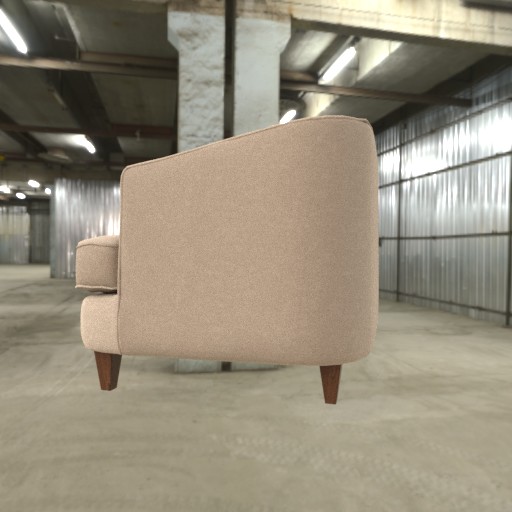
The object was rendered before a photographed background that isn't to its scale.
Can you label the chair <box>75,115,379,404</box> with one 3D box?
[{"bbox_3d":[0.000,0.000,1.783,0.941,0.852,1.104,0,1,17],"label":"chair"}]
